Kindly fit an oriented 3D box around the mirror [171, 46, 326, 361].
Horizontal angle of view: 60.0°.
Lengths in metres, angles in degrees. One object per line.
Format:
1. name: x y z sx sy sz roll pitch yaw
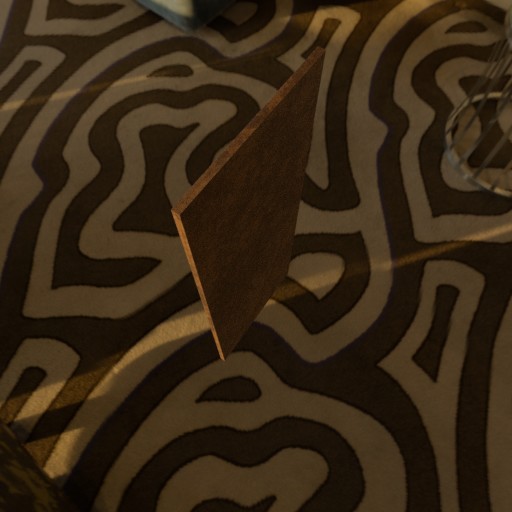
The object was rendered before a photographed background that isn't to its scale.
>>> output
1. mirror: 0.000 0.000 2.336 0.032 2.031 0.812 32 69 14
